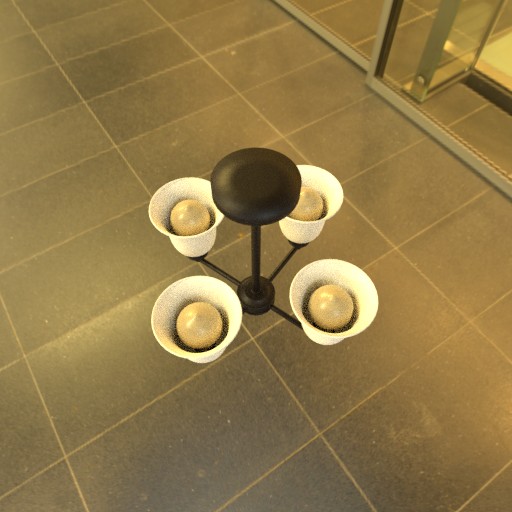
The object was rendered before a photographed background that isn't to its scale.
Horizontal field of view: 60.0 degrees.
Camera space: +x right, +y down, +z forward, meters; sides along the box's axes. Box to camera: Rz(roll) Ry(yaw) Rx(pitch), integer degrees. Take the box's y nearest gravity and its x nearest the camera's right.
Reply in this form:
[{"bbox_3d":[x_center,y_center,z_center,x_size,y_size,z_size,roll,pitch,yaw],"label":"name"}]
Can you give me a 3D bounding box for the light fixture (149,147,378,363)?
[{"bbox_3d":[0.000,0.000,1.845,1.069,0.925,1.069,32,63,19],"label":"light fixture"}]
